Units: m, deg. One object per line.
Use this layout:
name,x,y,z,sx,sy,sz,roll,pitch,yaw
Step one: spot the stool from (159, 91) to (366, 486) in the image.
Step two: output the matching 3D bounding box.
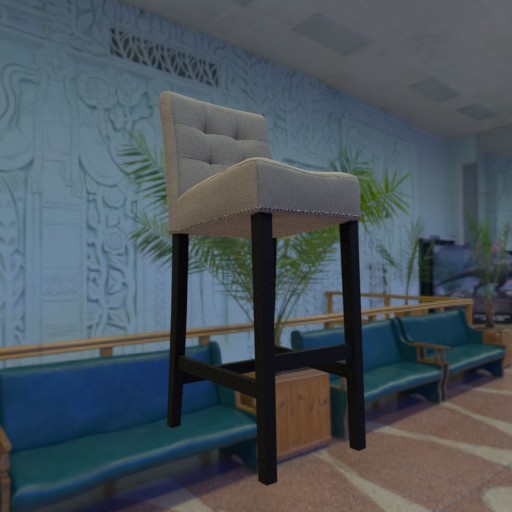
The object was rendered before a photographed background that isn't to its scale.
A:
stool,0.000,0.000,1.325,0.411,1.047,0.548,1,-2,-37
